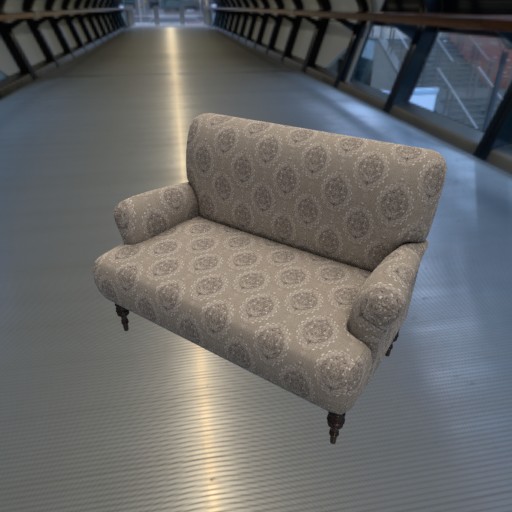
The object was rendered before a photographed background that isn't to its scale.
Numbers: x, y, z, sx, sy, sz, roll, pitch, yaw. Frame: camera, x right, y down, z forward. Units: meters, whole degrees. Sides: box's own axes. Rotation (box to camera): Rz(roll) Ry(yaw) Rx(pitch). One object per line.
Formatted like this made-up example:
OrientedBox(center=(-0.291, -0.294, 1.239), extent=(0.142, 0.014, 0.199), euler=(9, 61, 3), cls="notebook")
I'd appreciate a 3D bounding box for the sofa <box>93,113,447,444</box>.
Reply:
OrientedBox(center=(0.000, 0.000, 1.832), extent=(1.297, 0.889, 0.779), euler=(19, 35, 29), cls="sofa")
